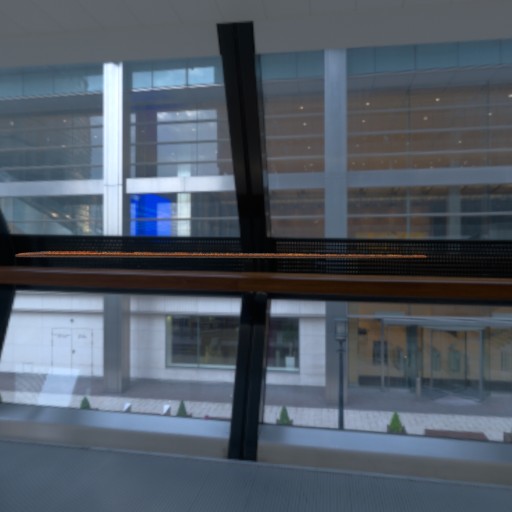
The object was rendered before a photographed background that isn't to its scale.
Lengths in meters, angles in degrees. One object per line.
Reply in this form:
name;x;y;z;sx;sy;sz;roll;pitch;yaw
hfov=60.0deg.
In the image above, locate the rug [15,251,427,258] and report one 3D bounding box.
rug;0.000;0.000;2.451;2.274;0.016;0.651;0;-1;-36
